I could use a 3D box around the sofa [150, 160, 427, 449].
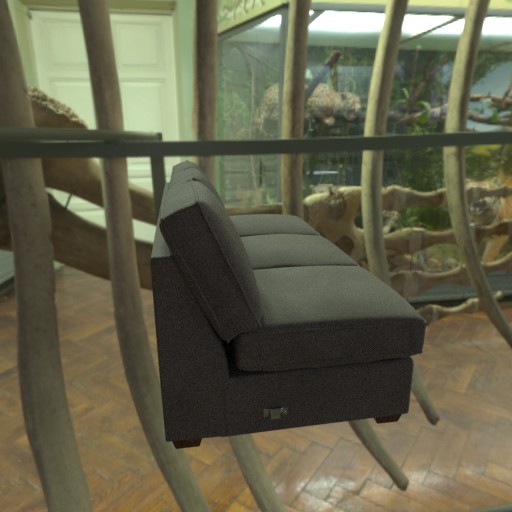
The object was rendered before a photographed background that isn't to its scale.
[{"bbox_3d":[0.000,0.000,2.491,1.027,0.973,1.962,-3,17,-9],"label":"sofa"}]
